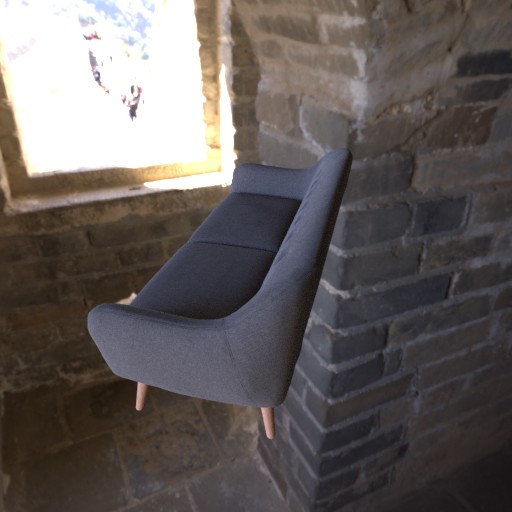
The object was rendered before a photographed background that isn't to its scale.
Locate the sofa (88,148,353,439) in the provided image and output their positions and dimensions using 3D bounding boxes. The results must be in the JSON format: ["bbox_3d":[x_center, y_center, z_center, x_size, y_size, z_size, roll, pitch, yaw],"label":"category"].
[{"bbox_3d":[0.000,0.000,2.316,0.820,0.820,1.840,7,30,13],"label":"sofa"}]
